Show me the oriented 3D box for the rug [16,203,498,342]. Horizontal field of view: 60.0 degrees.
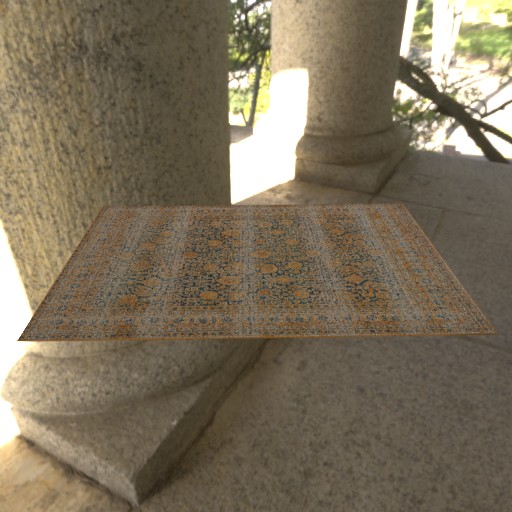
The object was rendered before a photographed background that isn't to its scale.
[{"bbox_3d":[0.000,0.000,2.798,2.336,0.007,1.525,-1,31,-1],"label":"rug"}]
